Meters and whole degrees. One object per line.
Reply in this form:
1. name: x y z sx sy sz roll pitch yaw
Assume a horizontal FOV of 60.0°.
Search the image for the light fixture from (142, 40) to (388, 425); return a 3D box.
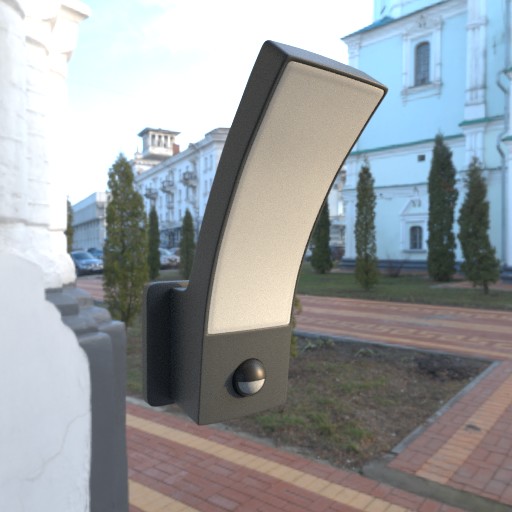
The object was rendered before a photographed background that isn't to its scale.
1. light fixture: 0.000 0.000 0.320 0.108 0.243 0.174 -1 1 -35
